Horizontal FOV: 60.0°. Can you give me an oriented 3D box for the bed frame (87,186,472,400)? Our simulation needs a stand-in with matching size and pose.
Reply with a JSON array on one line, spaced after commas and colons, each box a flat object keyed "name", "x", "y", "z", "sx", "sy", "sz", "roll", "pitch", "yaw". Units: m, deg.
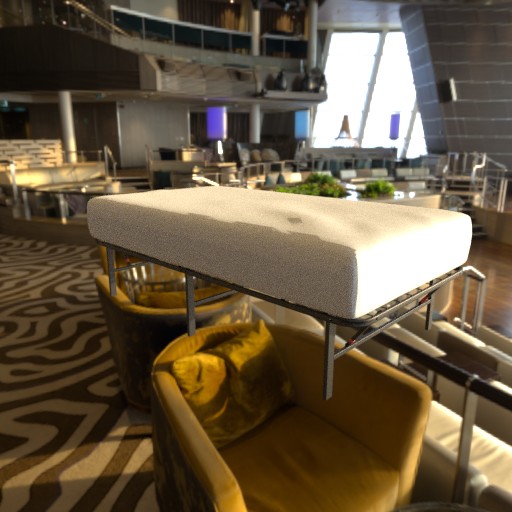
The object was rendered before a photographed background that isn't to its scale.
[{"name": "bed frame", "x": 0.000, "y": 0.000, "z": 2.438, "sx": 1.908, "sy": 0.640, "sz": 1.025, "roll": 14, "pitch": 20, "yaw": 43}]
